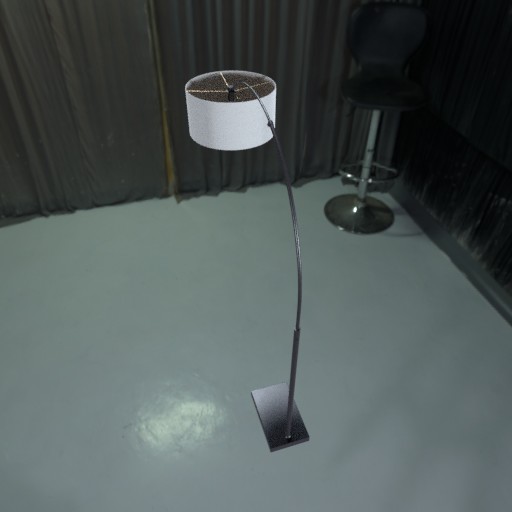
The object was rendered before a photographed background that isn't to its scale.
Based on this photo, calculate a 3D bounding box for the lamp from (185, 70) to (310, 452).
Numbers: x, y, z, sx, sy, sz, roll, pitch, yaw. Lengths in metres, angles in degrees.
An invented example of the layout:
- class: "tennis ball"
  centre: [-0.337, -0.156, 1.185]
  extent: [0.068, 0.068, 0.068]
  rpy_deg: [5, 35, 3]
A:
- class: "lamp"
  centre: [0.000, 0.000, 2.622]
  extent: [0.493, 1.927, 1.424]
  rpy_deg: [-11, 42, -13]
